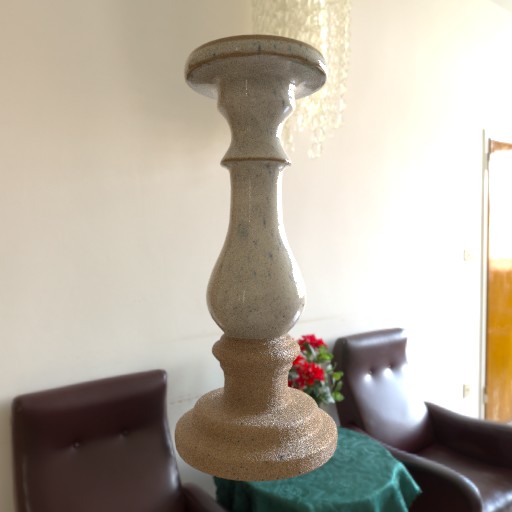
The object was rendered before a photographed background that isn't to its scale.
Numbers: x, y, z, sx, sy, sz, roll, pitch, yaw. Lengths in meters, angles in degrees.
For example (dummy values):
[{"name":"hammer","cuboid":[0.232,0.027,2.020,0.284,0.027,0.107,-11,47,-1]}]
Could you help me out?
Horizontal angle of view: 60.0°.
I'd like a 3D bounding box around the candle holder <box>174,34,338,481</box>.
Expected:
[{"name":"candle holder","cuboid":[0.000,0.000,0.239,0.088,0.203,0.088,0,2,0]}]
